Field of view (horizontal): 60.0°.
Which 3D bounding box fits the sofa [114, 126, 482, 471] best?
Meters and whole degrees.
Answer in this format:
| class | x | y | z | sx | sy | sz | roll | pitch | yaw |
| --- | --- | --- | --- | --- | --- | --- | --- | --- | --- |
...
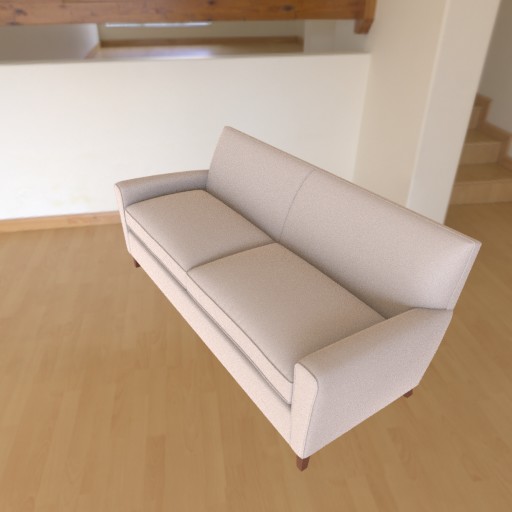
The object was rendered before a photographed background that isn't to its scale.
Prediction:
| class | x | y | z | sx | sy | sz | roll | pitch | yaw |
| --- | --- | --- | --- | --- | --- | --- | --- | --- | --- |
| sofa | 0.000 | 0.000 | 2.424 | 0.875 | 0.846 | 2.000 | -20 | 38 | -28 |
